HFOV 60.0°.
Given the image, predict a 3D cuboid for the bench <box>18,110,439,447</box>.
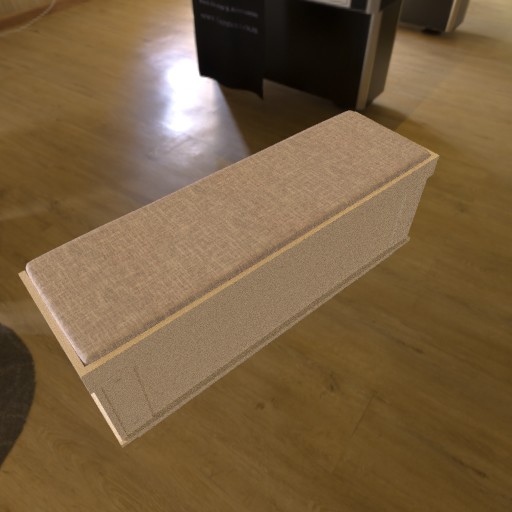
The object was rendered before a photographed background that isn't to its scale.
[{"bbox_3d":[0.000,0.000,1.381,1.196,0.453,0.363,-31,54,-26],"label":"bench"}]
